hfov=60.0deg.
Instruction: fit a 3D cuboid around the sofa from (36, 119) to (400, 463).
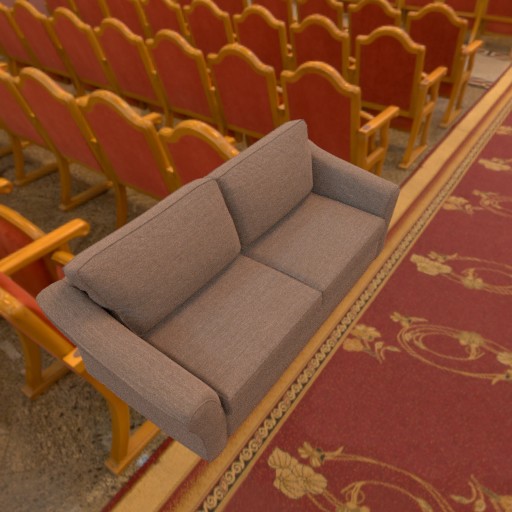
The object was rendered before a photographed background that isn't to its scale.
[{"bbox_3d":[0.000,0.000,2.741,0.980,0.965,2.270,26,48,26],"label":"sofa"}]
